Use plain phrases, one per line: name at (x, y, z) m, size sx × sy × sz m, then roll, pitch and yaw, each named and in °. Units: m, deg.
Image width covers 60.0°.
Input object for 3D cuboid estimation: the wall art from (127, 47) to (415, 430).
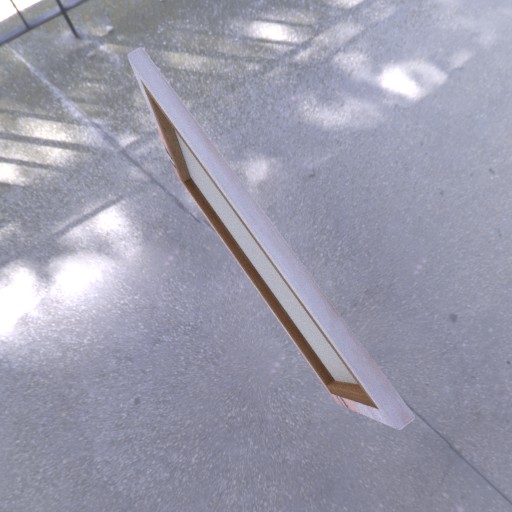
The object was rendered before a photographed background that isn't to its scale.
wall art at (0.000, 0.000, 1.146) m, size 0.038 × 0.609 × 0.913 m, roll -34°, pitch 78°, yaw -8°
